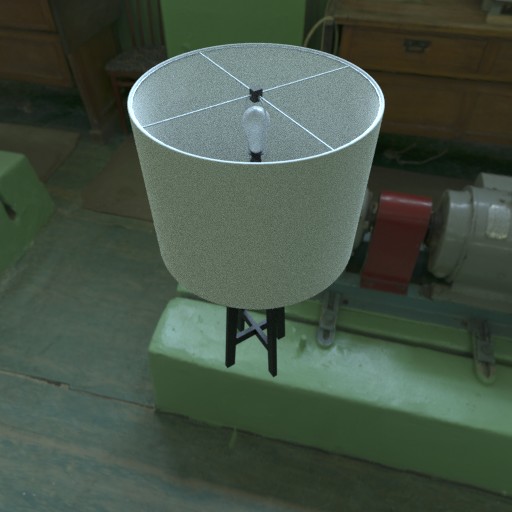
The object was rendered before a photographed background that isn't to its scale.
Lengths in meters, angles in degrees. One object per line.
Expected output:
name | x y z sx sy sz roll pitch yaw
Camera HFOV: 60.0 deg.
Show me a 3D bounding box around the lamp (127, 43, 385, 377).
lamp | 0.000 0.000 0.625 0.257 0.489 0.257 9 47 9
